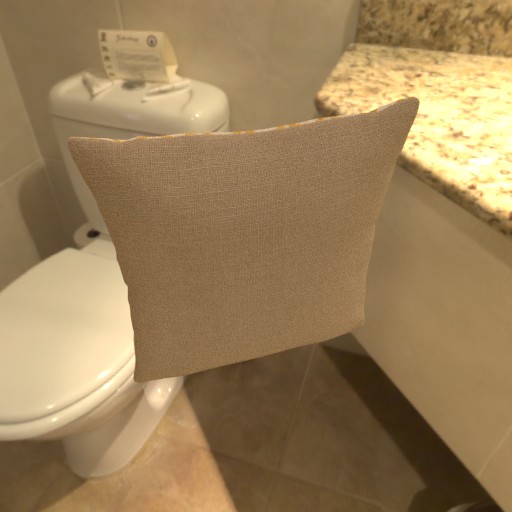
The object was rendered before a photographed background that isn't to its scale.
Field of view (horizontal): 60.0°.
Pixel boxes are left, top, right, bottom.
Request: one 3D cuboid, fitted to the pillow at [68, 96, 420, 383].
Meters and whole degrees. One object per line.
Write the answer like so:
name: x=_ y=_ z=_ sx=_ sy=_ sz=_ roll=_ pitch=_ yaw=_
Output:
pillow: x=0.000 y=0.000 z=0.655 sx=0.429 sy=0.436 sz=0.159 roll=-12 pitch=42 yaw=-14
